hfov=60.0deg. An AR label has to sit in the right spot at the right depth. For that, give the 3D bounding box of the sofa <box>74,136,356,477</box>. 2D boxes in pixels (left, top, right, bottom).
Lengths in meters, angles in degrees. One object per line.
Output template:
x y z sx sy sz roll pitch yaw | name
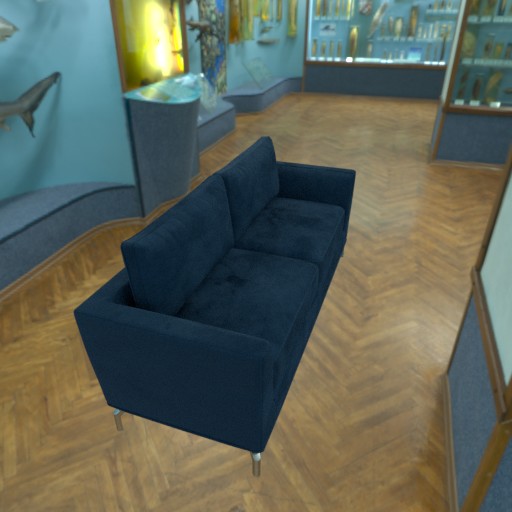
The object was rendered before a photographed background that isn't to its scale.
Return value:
0.000 0.000 2.743 0.853 0.998 2.212 10 32 17 | sofa
